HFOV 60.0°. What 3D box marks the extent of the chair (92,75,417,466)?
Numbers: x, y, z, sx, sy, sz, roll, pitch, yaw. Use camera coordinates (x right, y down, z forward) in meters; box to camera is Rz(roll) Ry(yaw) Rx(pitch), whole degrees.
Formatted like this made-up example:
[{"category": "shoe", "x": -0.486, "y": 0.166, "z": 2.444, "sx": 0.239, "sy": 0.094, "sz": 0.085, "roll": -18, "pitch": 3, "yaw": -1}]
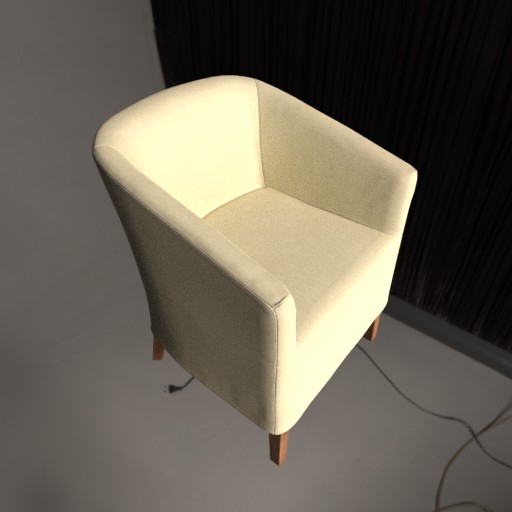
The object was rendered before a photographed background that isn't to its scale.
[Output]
[{"category": "chair", "x": 0.000, "y": 0.000, "z": 1.297, "sx": 0.657, "sy": 0.822, "sz": 0.643, "roll": 27, "pitch": 47, "yaw": 28}]
